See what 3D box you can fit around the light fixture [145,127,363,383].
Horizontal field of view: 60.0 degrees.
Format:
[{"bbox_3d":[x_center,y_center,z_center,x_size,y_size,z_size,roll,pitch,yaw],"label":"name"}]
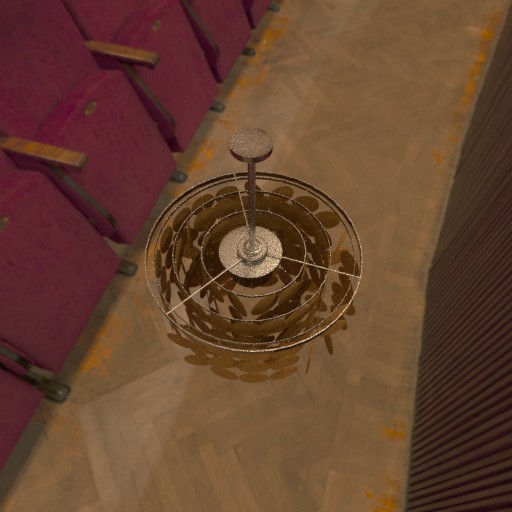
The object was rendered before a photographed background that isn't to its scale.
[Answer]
[{"bbox_3d":[0.000,0.000,0.741,0.368,0.492,0.368,0,56,0],"label":"light fixture"}]
